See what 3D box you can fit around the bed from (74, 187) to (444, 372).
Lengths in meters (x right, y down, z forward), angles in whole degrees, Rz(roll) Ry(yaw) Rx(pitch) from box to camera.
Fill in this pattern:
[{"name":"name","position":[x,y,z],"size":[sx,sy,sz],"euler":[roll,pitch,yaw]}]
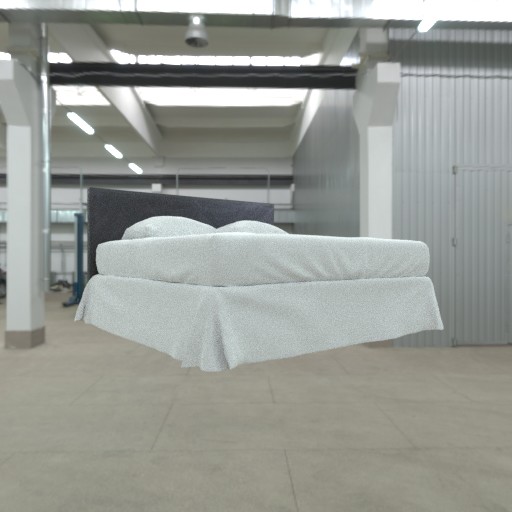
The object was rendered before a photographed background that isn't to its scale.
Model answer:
[{"name":"bed","position":[0.000,0.000,3.552],"size":[2.255,1.158,2.165],"euler":[0,0,-37]}]
